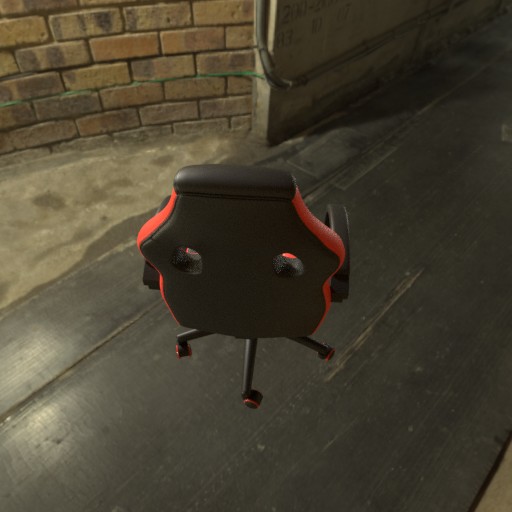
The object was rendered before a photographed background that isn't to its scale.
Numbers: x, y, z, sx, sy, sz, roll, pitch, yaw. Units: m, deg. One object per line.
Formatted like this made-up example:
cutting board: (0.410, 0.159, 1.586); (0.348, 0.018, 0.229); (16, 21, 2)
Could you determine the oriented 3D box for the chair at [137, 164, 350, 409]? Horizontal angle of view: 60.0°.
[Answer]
chair: (0.000, 0.000, 1.349); (0.600, 1.016, 0.642); (4, 47, 3)
